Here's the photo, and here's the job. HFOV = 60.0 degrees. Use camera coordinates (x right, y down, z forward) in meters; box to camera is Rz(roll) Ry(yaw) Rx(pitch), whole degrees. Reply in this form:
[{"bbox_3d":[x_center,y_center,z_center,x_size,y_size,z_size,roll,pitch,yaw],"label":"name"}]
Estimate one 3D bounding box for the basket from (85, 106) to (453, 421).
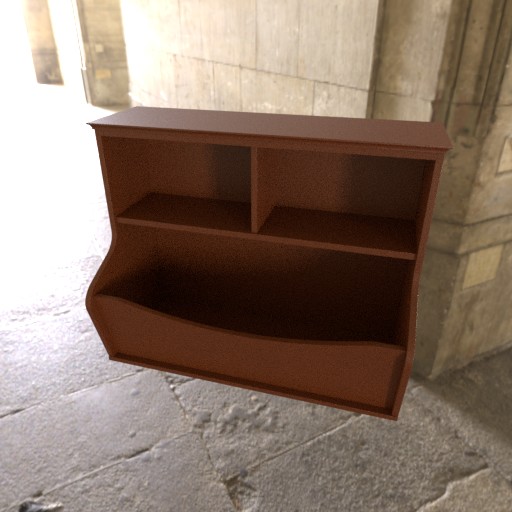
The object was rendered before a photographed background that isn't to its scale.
[{"bbox_3d":[0.000,0.000,1.111,0.792,0.625,0.376,8,29,14],"label":"basket"}]
